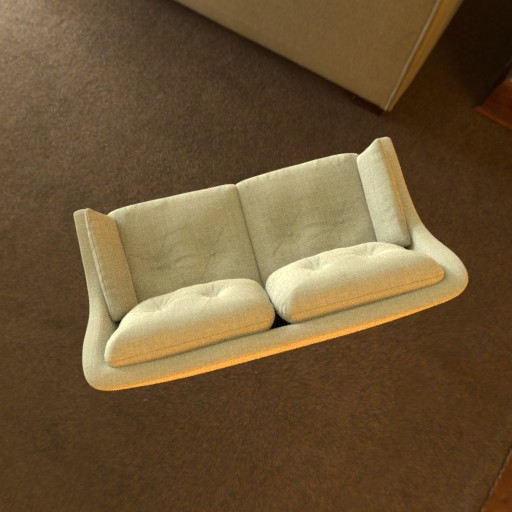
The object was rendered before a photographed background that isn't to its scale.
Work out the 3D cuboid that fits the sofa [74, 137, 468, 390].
[{"bbox_3d":[0.000,0.000,2.231,1.652,0.888,0.965,-14,76,-4],"label":"sofa"}]
